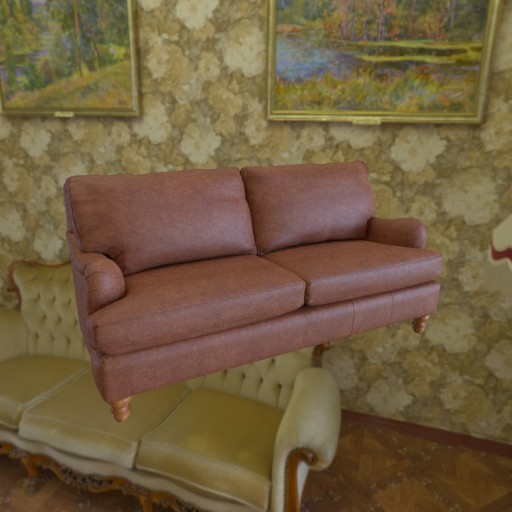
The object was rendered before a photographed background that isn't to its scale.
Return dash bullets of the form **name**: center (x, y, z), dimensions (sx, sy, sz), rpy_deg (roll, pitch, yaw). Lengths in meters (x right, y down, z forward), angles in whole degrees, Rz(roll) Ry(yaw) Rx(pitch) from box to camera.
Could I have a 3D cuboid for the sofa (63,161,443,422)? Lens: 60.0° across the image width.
- **sofa**: center (0.000, 0.000, 2.768), dimensions (2.144, 1.071, 1.147), rpy_deg (-9, 19, -27)
